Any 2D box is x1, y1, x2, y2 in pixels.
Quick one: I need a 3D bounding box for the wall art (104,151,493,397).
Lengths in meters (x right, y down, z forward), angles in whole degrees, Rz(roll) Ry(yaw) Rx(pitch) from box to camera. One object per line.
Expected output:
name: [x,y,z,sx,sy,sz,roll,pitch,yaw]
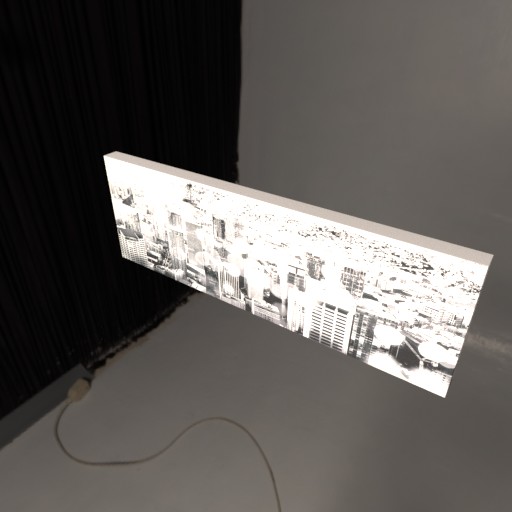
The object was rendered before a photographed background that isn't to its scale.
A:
wall art: [0.000,0.000,0.844,0.763,0.255,0.038,20,37,29]
